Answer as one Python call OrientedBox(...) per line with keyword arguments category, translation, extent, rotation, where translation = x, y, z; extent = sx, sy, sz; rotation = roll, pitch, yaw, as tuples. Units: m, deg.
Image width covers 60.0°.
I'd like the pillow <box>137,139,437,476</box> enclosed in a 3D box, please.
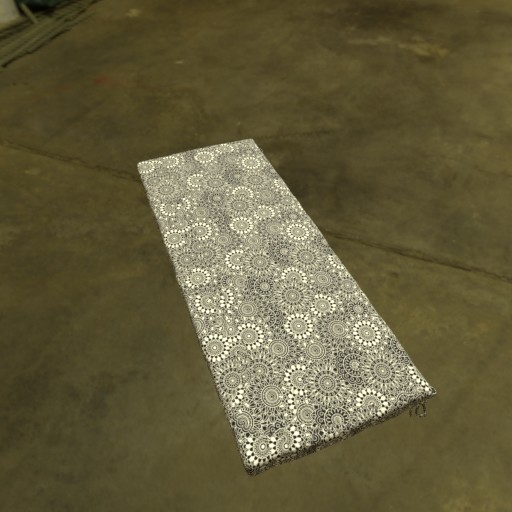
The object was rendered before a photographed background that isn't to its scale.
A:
OrientedBox(category="pillow", translation=(0.000, 0.000, 1.330), extent=(0.492, 0.081, 1.187), rotation=(-16, 49, -15))
